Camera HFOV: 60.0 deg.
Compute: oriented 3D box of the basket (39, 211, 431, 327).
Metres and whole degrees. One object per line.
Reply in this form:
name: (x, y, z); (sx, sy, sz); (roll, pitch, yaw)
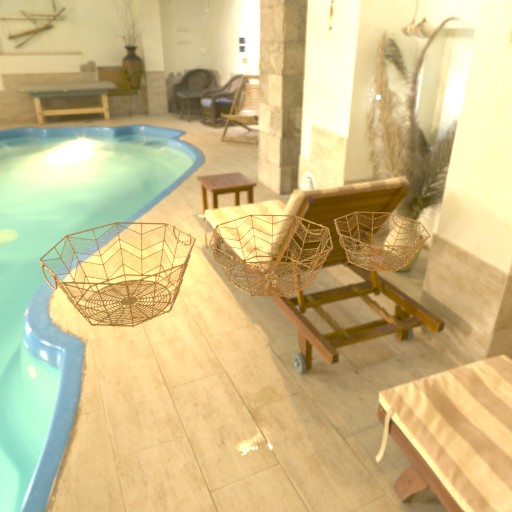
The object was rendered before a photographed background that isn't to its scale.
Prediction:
basket: (0.000, 0.000, 1.422); (1.245, 0.178, 0.432); (-9, 27, -17)
